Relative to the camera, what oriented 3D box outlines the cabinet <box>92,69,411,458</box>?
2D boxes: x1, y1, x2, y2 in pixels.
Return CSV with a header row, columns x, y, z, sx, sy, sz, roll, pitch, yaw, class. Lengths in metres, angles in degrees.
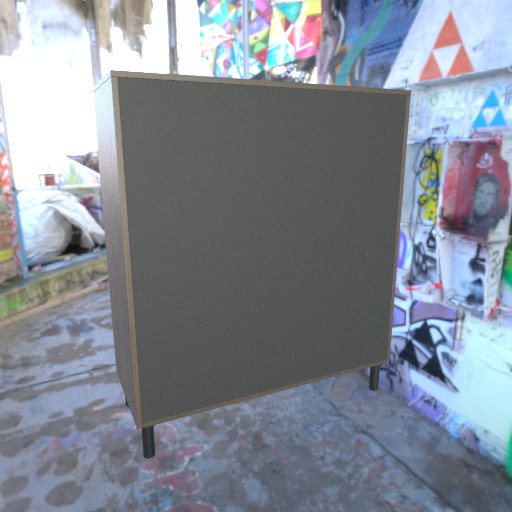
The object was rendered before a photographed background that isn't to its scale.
x,y,z,sx,sy,sz,roll,pitch,yaw,class
0.000,0.000,1.648,1.010,1.170,0.400,-7,16,-25,cabinet
